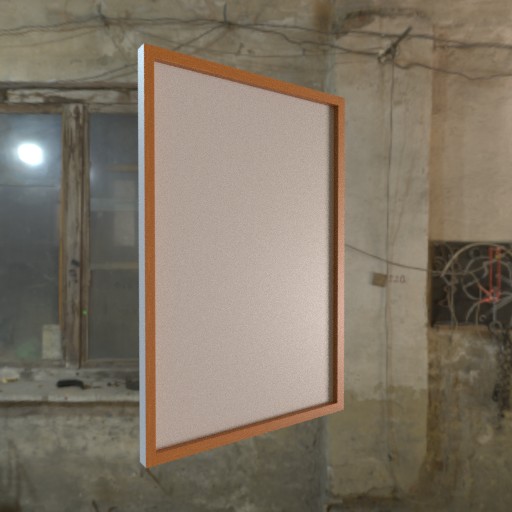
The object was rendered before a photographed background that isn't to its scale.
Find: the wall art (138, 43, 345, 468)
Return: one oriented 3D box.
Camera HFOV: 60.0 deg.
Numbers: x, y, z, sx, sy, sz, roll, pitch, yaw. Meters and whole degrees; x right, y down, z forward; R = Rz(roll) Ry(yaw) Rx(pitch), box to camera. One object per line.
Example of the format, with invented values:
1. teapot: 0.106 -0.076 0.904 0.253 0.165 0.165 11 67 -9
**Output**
1. wall art: 0.000 0.000 1.143 0.610 0.916 0.037 -1 1 -35
